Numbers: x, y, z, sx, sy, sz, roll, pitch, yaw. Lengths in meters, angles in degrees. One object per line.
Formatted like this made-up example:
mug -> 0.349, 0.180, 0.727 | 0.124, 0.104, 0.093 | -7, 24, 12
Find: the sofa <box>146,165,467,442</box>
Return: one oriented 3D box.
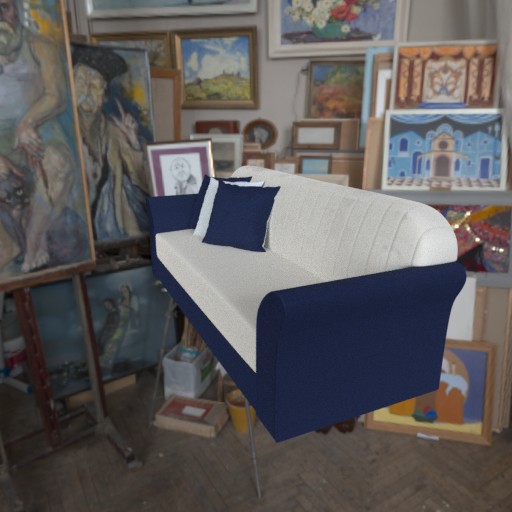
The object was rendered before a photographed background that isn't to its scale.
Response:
sofa -> 0.000, 0.000, 2.362 | 0.749, 0.789, 2.006 | -8, 19, -24
